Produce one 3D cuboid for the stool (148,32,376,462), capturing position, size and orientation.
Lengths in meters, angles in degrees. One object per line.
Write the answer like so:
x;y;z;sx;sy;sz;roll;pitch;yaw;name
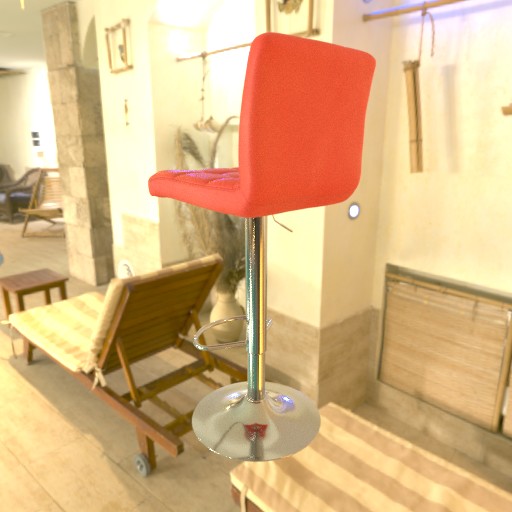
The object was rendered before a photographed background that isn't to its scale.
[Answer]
0.000;0.000;1.328;0.430;1.115;0.505;-14;21;-41;stool
